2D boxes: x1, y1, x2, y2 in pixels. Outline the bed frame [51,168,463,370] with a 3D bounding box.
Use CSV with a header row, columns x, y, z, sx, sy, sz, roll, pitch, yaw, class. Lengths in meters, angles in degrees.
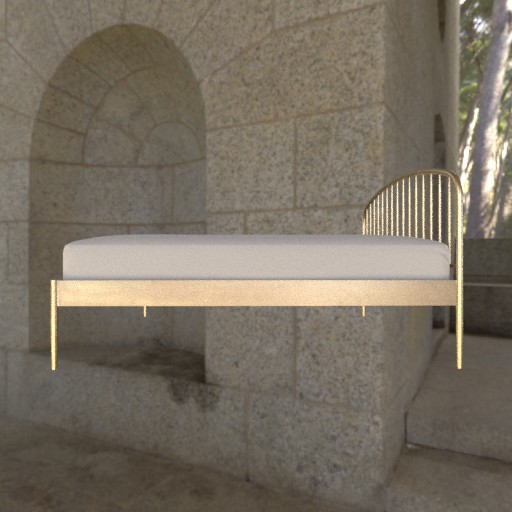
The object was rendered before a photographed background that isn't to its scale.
x,y,z,sx,sy,sz,roll,pitch,yaw,class
0.000,0.000,3.306,2.152,1.174,2.016,0,0,-1,bed frame
